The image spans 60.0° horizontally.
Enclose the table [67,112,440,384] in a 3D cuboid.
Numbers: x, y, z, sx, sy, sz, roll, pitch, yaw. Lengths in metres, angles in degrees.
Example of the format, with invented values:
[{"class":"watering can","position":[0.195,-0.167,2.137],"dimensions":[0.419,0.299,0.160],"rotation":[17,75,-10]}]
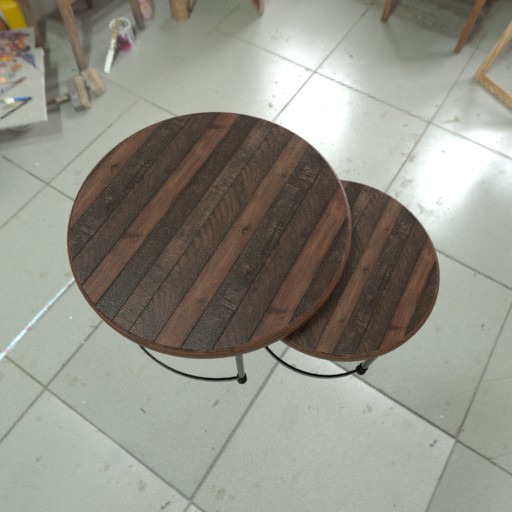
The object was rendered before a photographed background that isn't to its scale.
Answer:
[{"class":"table","position":[0.000,0.000,1.585],"dimensions":[1.152,0.516,0.870],"rotation":[3,63,2]}]
